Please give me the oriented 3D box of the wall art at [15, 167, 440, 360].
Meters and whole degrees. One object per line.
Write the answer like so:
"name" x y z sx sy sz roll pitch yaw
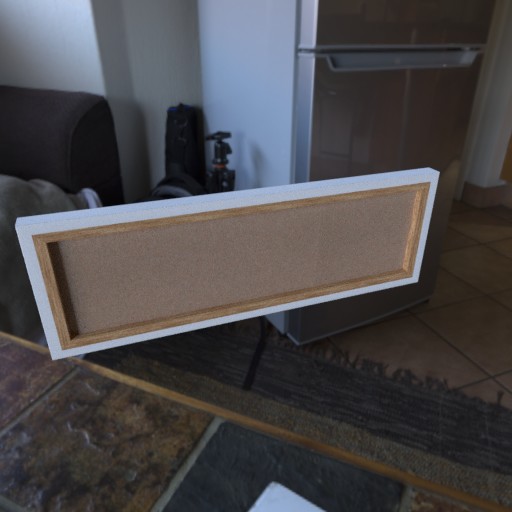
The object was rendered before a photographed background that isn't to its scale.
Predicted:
"wall art" 0.000 0.000 0.841 0.766 0.256 0.036 -10 30 -18
